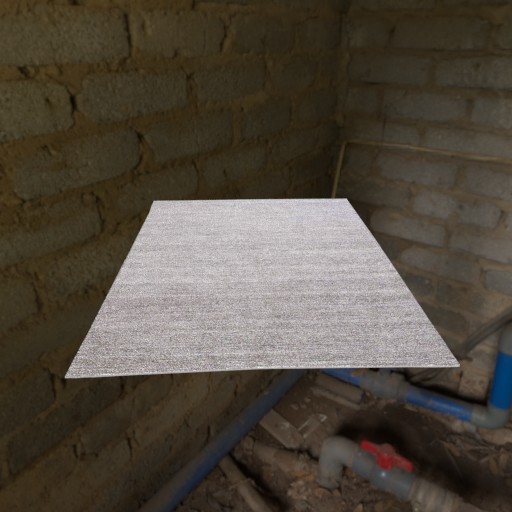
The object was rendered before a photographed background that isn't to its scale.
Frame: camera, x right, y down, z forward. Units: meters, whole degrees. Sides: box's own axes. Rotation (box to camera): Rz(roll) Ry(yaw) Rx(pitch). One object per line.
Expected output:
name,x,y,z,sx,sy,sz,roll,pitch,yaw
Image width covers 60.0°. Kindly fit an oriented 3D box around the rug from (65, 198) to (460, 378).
rug,0.000,0.000,4.140,2.434,0.045,3.202,-1,26,-2
